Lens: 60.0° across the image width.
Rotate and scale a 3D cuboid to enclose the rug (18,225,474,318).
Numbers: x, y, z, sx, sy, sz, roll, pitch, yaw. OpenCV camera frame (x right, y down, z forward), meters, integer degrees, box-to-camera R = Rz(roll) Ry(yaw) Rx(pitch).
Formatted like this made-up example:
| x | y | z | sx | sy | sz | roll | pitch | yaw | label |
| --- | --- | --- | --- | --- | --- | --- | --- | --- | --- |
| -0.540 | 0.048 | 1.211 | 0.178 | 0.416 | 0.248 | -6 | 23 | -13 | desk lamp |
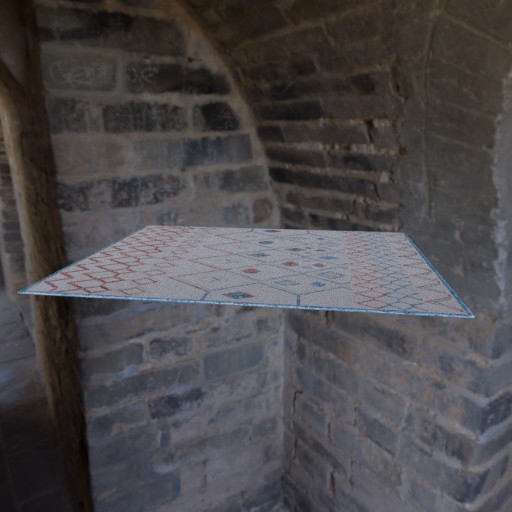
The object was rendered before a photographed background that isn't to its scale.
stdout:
| x | y | z | sx | sy | sz | roll | pitch | yaw | label |
| --- | --- | --- | --- | --- | --- | --- | --- | --- | --- |
| 0.000 | 0.000 | 4.074 | 3.050 | 0.016 | 2.441 | 2 | 15 | 8 | rug |
